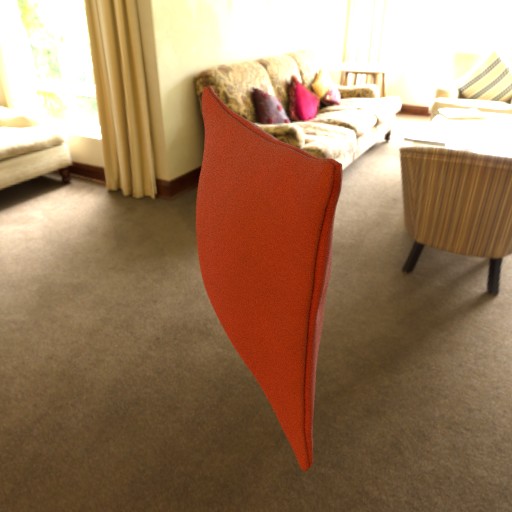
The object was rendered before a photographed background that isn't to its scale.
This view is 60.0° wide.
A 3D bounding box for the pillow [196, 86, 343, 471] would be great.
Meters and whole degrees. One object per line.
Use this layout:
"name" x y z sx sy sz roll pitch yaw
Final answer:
"pillow" 0.000 0.000 0.655 0.151 0.416 0.435 -11 32 -18
